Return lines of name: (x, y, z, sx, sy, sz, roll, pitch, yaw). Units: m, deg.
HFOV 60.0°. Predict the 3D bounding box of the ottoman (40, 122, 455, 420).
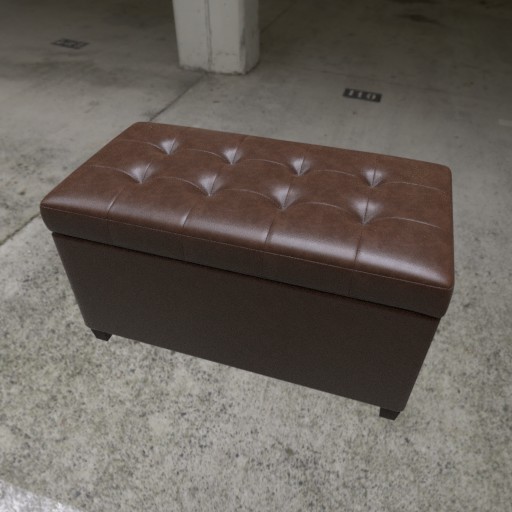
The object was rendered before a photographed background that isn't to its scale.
ottoman: (0.000, 0.000, 1.116, 0.838, 0.470, 0.432, 12, 42, 13)
